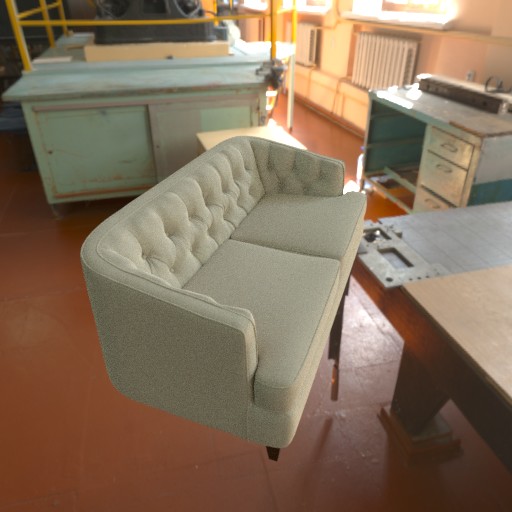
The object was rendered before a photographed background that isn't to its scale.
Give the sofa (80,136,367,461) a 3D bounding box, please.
[{"bbox_3d":[0.000,0.000,2.293,0.941,0.855,1.733,11,33,17],"label":"sofa"}]
